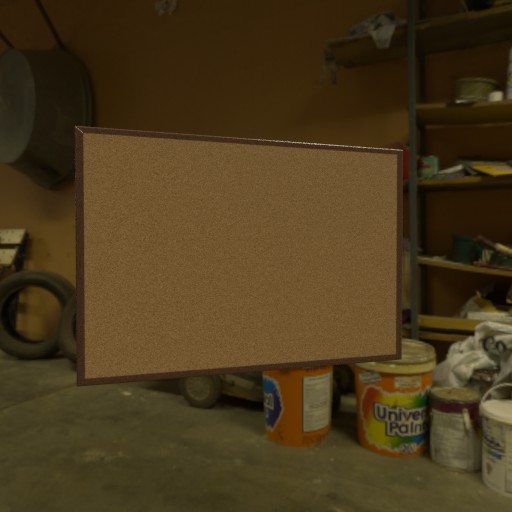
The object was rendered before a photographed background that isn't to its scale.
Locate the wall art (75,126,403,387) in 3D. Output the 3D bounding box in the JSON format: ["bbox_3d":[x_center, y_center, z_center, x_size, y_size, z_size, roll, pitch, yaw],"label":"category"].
[{"bbox_3d":[0.000,0.000,0.873,0.660,0.455,0.014,0,1,-17],"label":"wall art"}]
